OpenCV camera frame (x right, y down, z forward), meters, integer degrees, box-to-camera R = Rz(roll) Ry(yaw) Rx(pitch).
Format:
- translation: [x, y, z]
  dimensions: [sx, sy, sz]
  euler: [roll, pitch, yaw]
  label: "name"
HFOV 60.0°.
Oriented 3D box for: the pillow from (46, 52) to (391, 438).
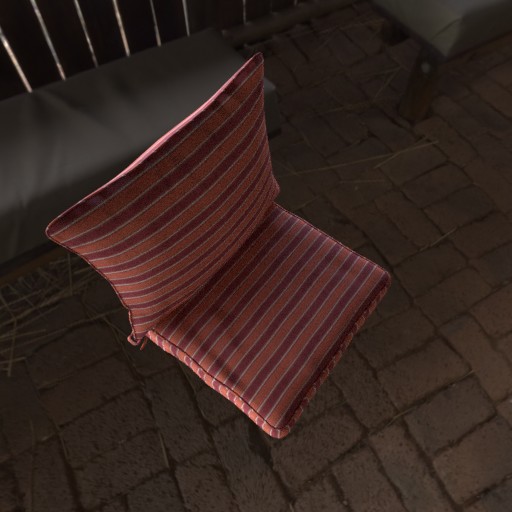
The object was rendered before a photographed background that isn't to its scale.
- translation: [0.000, 0.000, 1.353]
  dimensions: [0.733, 0.723, 0.799]
  euler: [34, 65, 18]
  label: "pillow"
